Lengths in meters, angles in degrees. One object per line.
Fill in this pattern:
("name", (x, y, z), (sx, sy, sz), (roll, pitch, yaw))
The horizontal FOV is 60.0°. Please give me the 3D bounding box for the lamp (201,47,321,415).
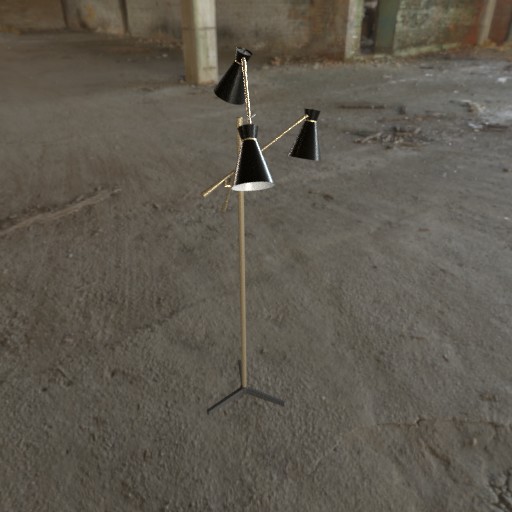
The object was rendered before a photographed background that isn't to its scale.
("lamp", (0.000, 0.000, 2.160), (0.653, 1.804, 0.750), (-21, 36, -32))
